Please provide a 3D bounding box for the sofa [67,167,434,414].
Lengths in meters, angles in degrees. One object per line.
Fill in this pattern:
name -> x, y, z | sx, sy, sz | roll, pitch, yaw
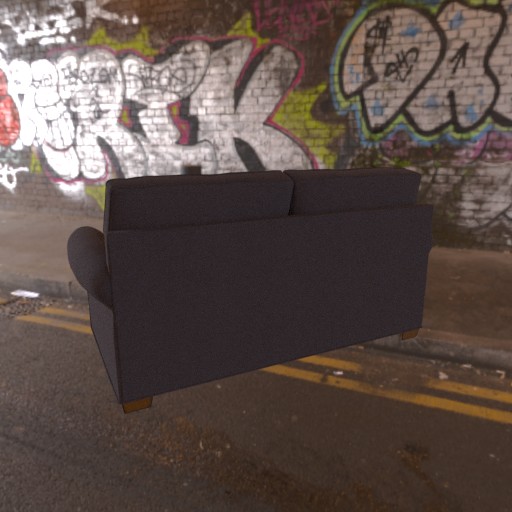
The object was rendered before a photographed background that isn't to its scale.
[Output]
sofa -> 0.000, 0.000, 2.600 | 2.009, 1.031, 0.951 | -7, 17, -26
